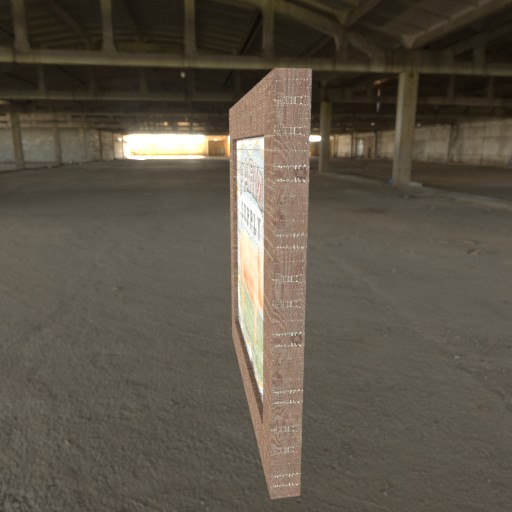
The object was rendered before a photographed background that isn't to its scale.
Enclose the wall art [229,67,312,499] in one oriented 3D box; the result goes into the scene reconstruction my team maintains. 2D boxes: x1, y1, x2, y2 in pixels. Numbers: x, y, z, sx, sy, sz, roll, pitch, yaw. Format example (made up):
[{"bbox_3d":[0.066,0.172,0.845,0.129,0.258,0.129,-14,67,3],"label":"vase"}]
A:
[{"bbox_3d":[0.000,0.000,0.779,0.040,0.531,0.531,-2,14,-8],"label":"wall art"}]
